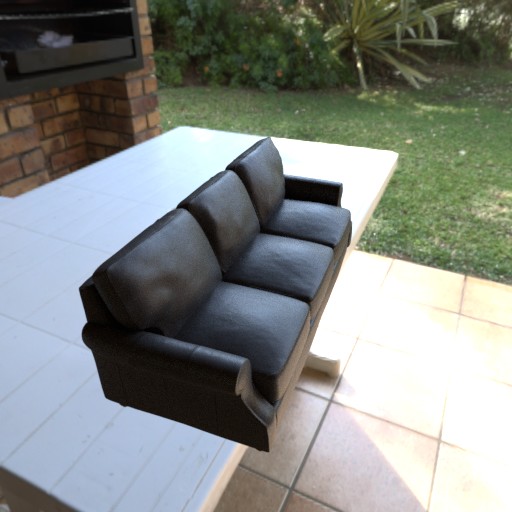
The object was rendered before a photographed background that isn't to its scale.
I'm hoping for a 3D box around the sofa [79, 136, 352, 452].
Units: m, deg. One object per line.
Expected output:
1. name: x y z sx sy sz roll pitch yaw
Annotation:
1. sofa: 0.000 0.000 2.927 0.974 0.977 2.387 11 32 17
